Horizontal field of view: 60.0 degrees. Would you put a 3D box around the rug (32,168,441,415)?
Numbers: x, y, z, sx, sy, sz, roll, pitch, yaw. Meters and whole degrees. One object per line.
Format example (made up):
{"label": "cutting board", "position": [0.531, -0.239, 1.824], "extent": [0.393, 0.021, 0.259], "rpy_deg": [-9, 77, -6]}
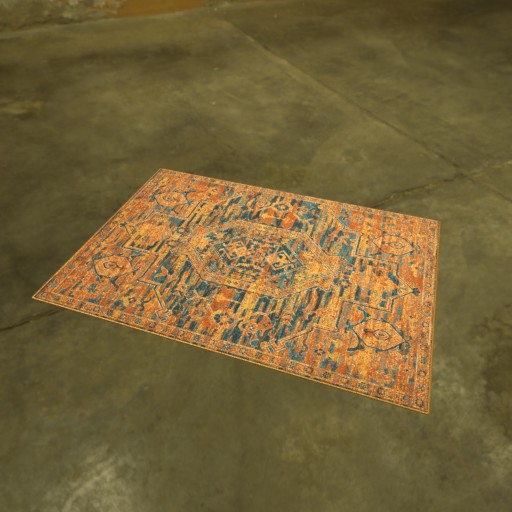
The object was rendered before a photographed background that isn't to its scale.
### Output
{"label": "rug", "position": [0.000, 0.000, 3.739], "extent": [2.916, 0.019, 2.043], "rpy_deg": [13, 43, 14]}
